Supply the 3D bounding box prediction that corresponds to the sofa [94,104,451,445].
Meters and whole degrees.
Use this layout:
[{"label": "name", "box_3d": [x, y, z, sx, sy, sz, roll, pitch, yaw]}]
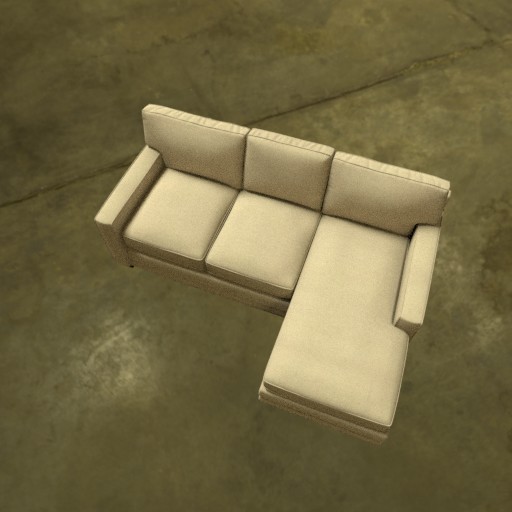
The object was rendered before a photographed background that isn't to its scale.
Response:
[{"label": "sofa", "box_3d": [0.000, 0.000, 2.810, 2.087, 0.861, 1.496, 17, 59, 11]}]
